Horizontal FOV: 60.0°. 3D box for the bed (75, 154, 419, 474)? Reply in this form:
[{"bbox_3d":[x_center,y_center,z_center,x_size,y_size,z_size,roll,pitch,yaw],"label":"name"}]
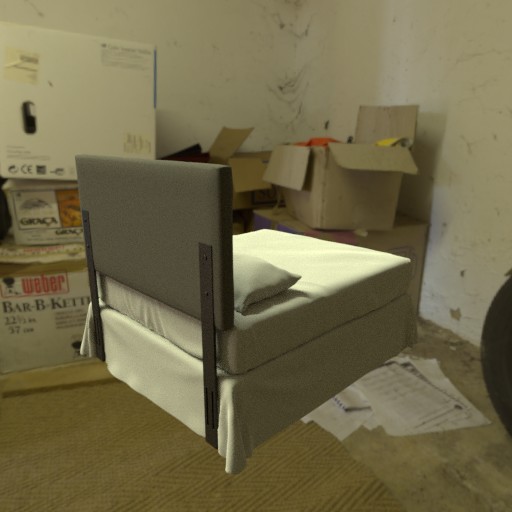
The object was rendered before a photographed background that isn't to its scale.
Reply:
[{"bbox_3d":[0.000,0.000,3.489,2.222,1.577,1.936,-15,21,-42],"label":"bed"}]
